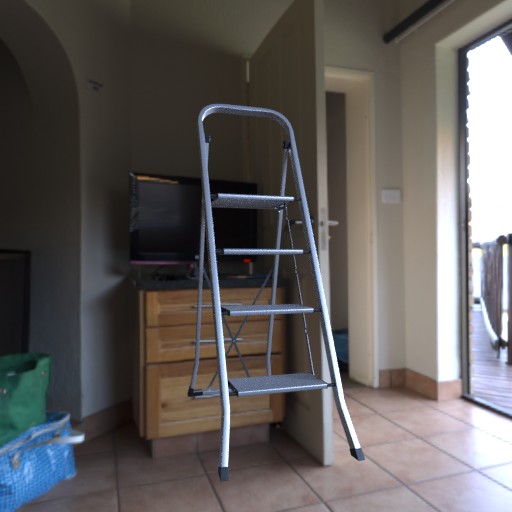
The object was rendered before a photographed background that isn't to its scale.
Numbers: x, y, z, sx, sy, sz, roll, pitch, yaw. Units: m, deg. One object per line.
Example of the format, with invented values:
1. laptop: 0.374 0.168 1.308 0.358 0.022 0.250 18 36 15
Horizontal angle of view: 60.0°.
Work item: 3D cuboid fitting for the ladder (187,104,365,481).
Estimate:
1. ladder: 0.000 0.000 1.727 0.465 1.290 0.830 0 -1 -17
